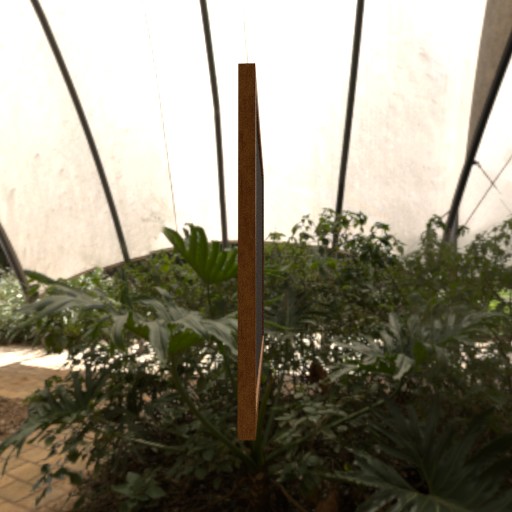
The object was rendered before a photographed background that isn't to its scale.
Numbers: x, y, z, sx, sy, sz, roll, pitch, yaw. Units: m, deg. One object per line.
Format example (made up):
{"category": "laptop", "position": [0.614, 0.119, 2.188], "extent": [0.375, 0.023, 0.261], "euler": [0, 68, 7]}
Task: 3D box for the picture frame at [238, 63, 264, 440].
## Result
{"category": "picture frame", "position": [0.000, 0.000, 1.190], "extent": [0.029, 0.621, 0.922], "euler": [0, -1, 2]}
